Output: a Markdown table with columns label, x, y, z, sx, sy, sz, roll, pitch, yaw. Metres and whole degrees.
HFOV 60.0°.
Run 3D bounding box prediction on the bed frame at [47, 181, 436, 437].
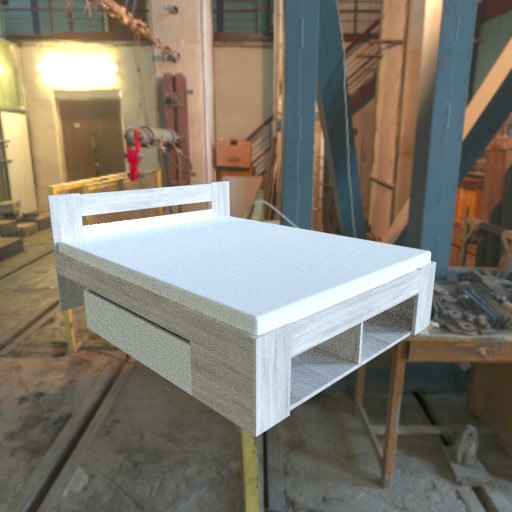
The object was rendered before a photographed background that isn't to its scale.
| label | x | y | z | sx | sy | sz | roll | pitch | yaw |
| --- | --- | --- | --- | --- | --- | --- | --- | --- | --- |
| bed frame | 0.000 | 0.000 | 3.168 | 2.040 | 0.860 | 2.050 | -14 | 20 | -43 |
